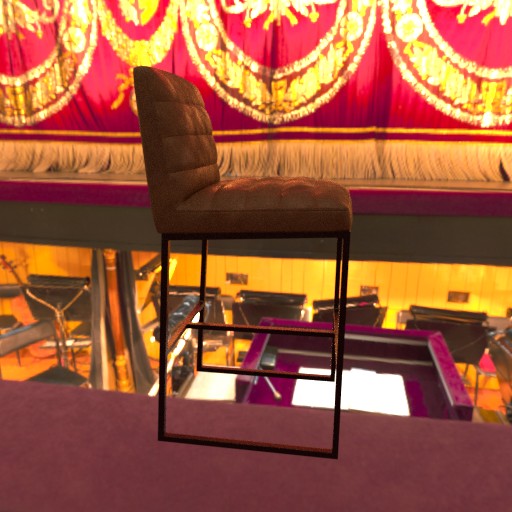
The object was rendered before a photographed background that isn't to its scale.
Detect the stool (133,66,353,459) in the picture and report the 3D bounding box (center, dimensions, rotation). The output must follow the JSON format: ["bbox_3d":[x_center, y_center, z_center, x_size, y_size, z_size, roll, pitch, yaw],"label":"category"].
[{"bbox_3d":[0.000,0.000,1.375,0.562,1.065,0.463,2,15,8],"label":"stool"}]
